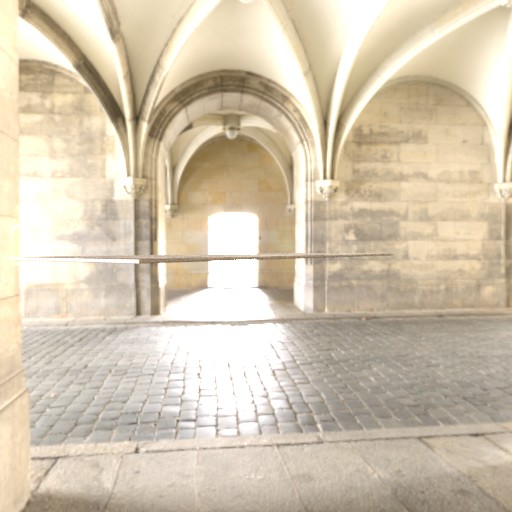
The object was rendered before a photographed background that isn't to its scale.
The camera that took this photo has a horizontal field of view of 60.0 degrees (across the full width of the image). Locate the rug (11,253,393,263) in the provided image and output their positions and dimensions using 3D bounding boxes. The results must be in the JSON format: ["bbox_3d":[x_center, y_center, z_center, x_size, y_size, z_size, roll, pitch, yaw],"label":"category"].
[{"bbox_3d":[0.000,0.000,2.659,0.855,0.017,2.452,1,1,36],"label":"rug"}]
